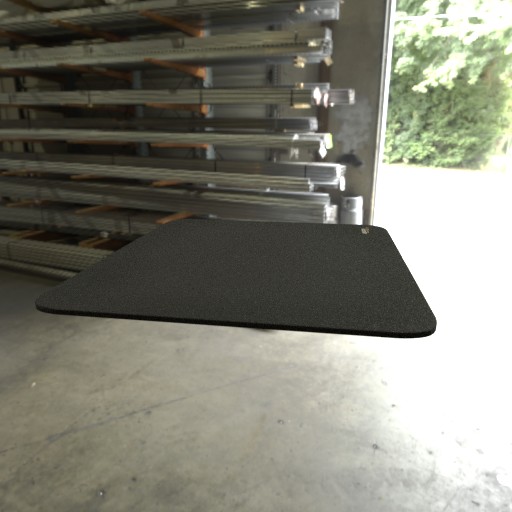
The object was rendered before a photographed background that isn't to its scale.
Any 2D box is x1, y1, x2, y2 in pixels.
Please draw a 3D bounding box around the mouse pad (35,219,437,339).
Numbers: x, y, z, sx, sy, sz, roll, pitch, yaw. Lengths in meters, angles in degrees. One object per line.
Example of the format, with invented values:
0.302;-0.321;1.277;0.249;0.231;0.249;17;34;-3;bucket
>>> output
0.000;0.000;0.315;0.203;0.003;0.229;3;16;9;mouse pad
